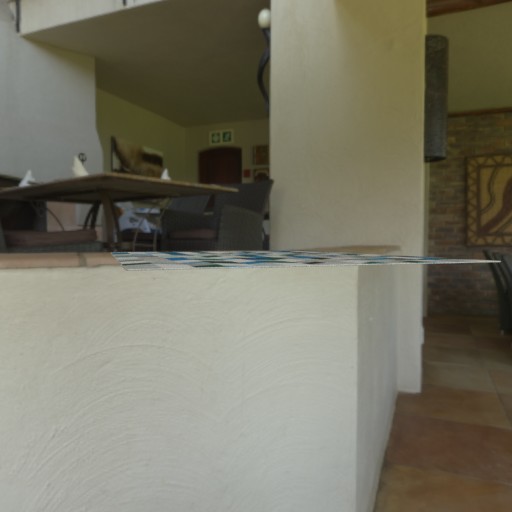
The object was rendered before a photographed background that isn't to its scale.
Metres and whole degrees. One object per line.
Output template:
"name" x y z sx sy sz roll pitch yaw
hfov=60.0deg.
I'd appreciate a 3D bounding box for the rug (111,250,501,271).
"rug" 0.000 0.000 4.002 2.440 0.008 3.036 -1 2 -20
